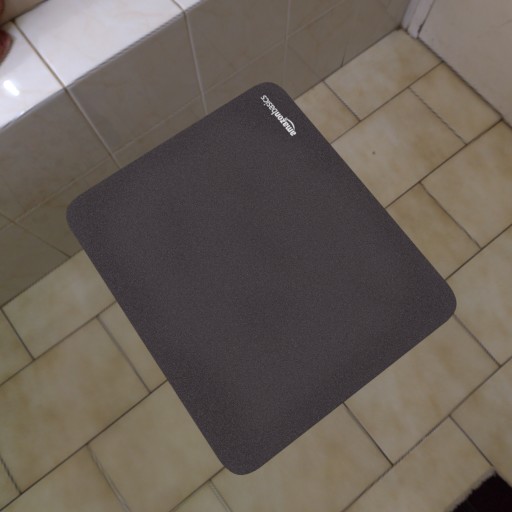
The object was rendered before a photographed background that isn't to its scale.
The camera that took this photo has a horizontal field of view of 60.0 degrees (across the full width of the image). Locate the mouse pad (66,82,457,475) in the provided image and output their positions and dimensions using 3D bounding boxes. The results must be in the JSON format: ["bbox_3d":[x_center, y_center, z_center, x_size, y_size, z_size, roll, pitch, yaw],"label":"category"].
[{"bbox_3d":[0.000,0.000,0.436,0.269,0.002,0.315,-35,78,-9],"label":"mouse pad"}]
